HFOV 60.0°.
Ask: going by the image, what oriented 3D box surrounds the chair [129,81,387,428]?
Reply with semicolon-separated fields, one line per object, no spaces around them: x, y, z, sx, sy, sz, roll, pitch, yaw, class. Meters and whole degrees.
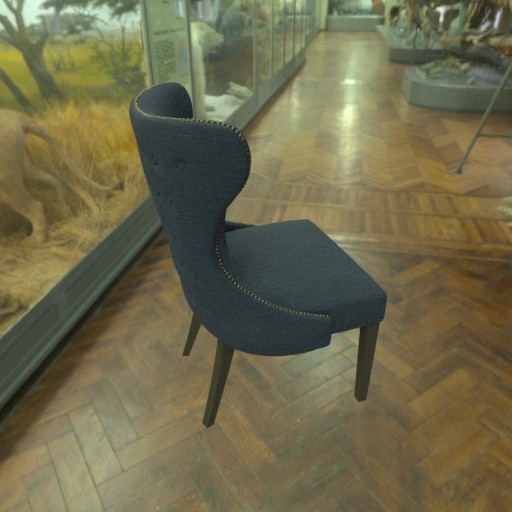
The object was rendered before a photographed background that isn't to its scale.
0.000;0.000;1.374;0.635;0.967;0.628;-10;32;-17;chair
